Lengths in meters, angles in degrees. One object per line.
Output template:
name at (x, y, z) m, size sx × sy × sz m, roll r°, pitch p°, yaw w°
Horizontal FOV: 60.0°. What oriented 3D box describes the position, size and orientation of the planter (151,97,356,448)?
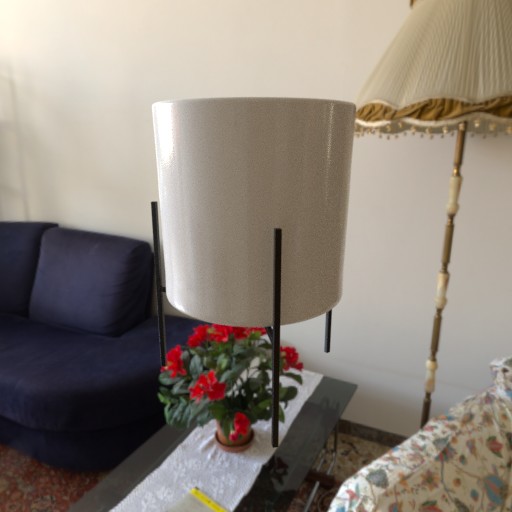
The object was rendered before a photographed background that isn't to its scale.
planter at (0.000, 0.000, 0.662) m, size 0.307 × 0.431 × 0.308 m, roll -3°, pitch 16°, yaw -9°
